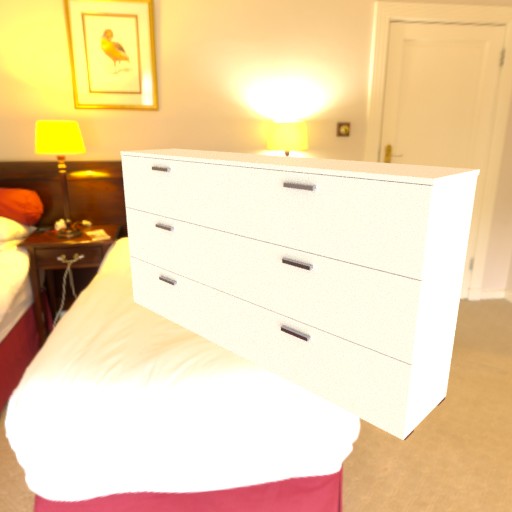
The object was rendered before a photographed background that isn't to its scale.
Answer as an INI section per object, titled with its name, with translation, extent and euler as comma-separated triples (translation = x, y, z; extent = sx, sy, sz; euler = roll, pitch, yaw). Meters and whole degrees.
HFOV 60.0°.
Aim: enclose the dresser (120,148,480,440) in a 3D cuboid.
[dresser]
translation = 0.000, 0.000, 1.832
extent = 1.535, 0.790, 0.333
euler = 16, 23, 42
